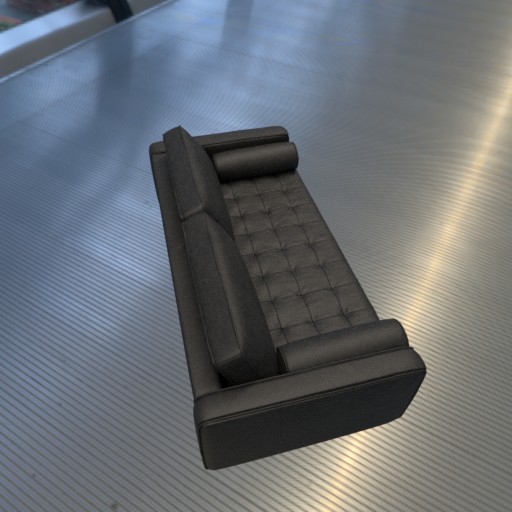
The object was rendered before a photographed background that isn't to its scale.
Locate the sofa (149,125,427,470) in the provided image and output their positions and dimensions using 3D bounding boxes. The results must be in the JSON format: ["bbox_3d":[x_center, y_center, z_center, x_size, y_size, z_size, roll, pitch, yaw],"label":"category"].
[{"bbox_3d":[0.000,0.000,2.351,0.921,0.770,1.879,-11,47,-10],"label":"sofa"}]
